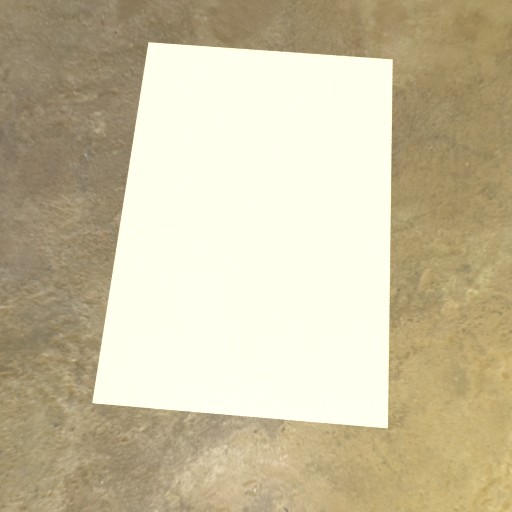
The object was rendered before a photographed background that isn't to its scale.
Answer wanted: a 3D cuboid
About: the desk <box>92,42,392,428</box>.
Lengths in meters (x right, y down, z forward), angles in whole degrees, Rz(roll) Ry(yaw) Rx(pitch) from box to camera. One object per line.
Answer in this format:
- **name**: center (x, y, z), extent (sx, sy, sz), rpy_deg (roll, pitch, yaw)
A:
- **desk**: center (0.000, 0.000, 1.320), extent (0.573, 0.766, 0.811), rpy_deg (4, 77, 1)
